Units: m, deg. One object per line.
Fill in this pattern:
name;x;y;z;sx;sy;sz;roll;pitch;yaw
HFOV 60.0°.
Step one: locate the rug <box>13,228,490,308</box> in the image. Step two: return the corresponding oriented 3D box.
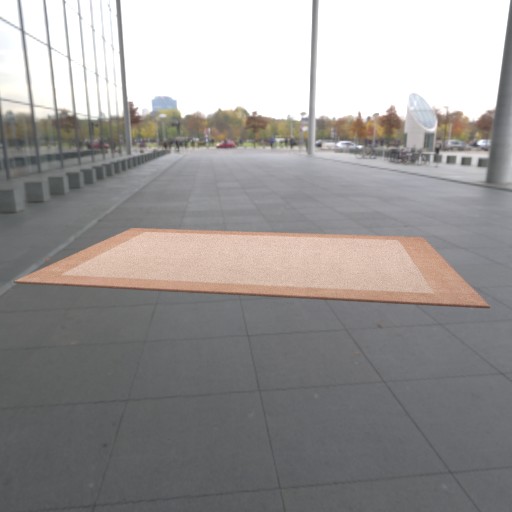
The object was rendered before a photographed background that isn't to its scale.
rug;0.000;0.000;2.959;2.438;0.014;1.524;2;15;9
